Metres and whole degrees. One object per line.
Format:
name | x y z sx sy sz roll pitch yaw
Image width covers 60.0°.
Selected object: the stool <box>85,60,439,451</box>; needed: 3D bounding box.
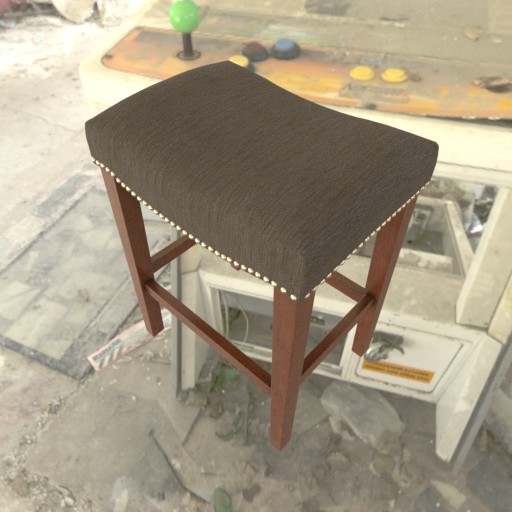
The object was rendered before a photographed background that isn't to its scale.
stool | 0.000 0.000 0.962 0.504 0.654 0.372 33 55 28
